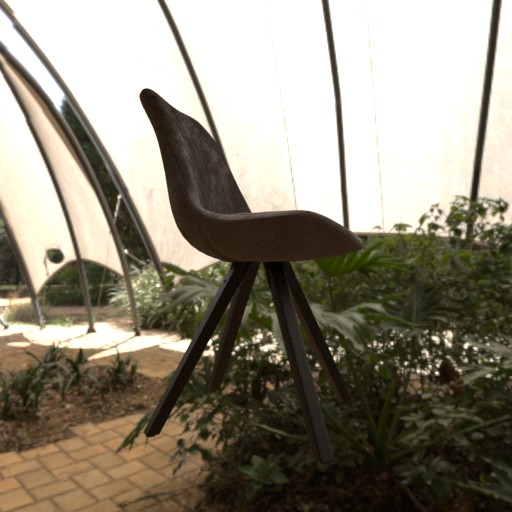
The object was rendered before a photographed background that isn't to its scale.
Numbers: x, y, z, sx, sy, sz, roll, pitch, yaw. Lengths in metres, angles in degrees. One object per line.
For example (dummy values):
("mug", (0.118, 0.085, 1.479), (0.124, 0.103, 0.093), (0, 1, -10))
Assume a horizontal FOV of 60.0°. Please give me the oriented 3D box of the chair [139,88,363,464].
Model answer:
("chair", (0.000, 0.000, 1.170), (0.550, 0.850, 0.485), (0, 0, 17))
